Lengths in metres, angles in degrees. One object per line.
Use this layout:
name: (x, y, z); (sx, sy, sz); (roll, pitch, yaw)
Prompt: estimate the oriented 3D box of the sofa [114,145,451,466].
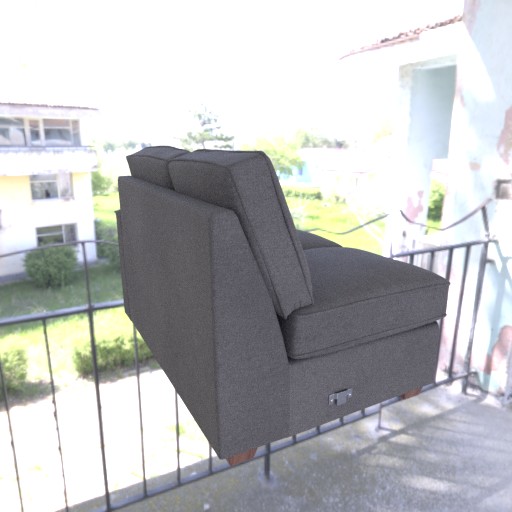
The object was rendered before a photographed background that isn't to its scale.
sofa: (0.000, 0.000, 2.034); (0.991, 0.989, 1.388); (-8, 17, -27)
